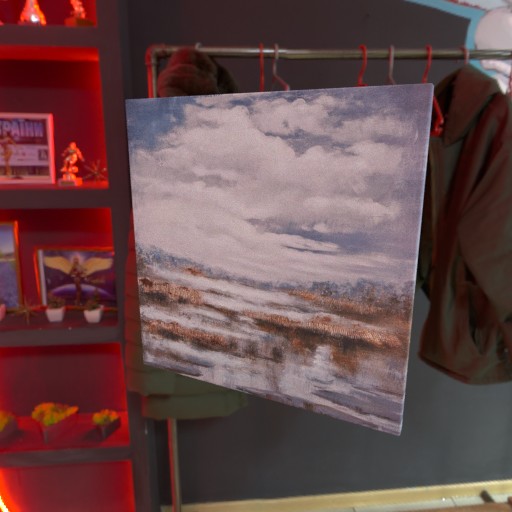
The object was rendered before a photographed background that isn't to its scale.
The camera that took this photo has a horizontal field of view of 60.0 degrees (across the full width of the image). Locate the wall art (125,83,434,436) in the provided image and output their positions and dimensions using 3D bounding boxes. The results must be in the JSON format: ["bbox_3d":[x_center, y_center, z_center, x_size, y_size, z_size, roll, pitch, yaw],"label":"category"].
[{"bbox_3d":[0.000,0.000,1.473,1.010,1.020,0.040,7,16,26],"label":"wall art"}]
